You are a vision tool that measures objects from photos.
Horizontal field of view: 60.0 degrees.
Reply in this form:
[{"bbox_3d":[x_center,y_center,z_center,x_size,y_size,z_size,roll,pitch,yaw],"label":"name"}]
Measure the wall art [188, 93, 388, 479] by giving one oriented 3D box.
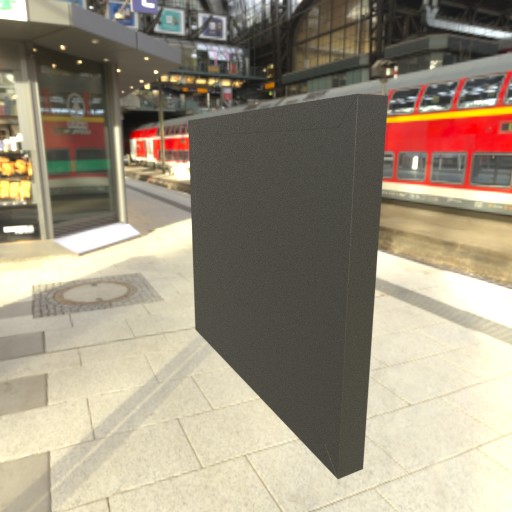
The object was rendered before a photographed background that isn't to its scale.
[{"bbox_3d":[0.000,0.000,0.532,0.029,0.330,0.381,-7,15,-26],"label":"wall art"}]
